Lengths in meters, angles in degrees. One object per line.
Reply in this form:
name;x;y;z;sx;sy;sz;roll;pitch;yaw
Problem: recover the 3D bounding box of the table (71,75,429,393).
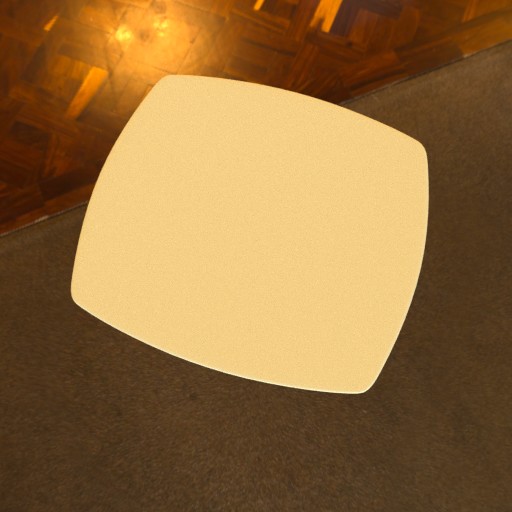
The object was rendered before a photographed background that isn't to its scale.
table;0.000;0.000;0.873;0.502;0.438;0.451;17;76;4
